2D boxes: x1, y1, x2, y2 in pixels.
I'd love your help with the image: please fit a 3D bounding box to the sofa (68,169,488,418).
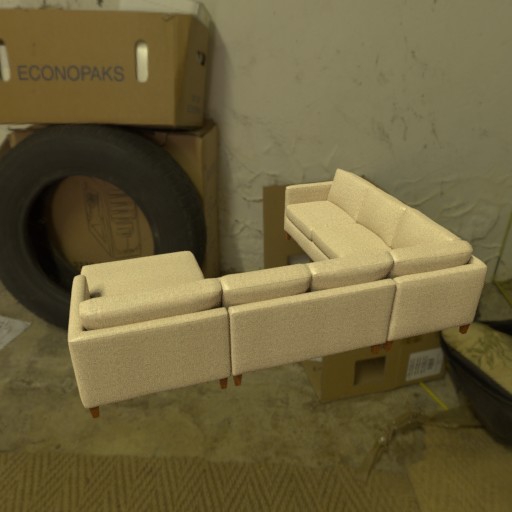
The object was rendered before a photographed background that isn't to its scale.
[{"bbox_3d":[0.000,0.000,4.567,3.460,0.961,2.594,-8,29,-16],"label":"sofa"}]
